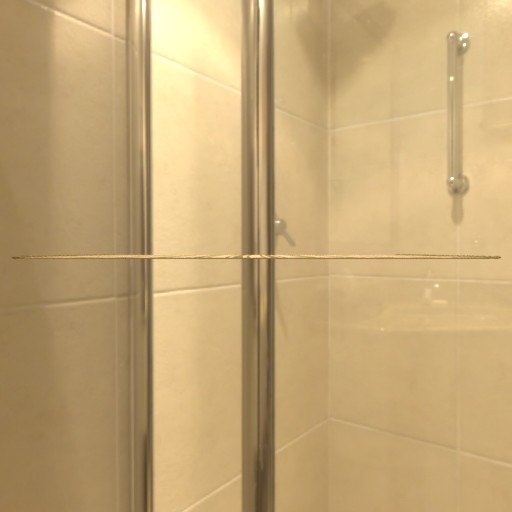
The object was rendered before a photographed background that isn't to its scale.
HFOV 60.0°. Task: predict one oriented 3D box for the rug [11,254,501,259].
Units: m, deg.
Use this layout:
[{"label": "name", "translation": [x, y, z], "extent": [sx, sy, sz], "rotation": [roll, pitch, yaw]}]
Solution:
[{"label": "rug", "translation": [0.000, 0.000, 2.939], "extent": [2.435, 0.018, 1.540], "rotation": [0, 1, 0]}]
